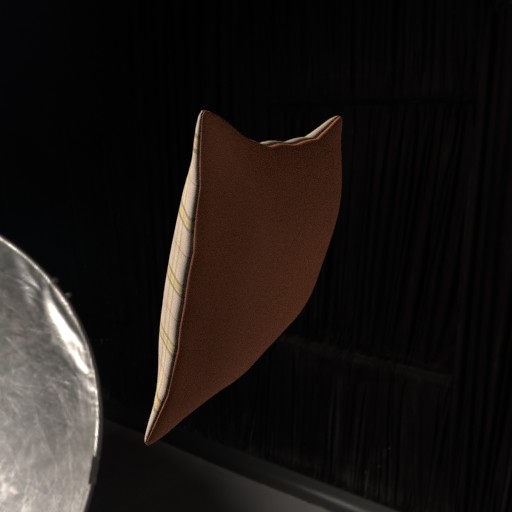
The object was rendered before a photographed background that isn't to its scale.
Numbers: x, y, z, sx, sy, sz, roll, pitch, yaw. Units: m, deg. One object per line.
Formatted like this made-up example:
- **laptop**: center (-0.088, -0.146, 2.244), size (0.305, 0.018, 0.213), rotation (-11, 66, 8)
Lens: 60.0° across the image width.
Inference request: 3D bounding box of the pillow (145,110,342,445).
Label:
- **pillow**: center (0.000, 0.000, 0.702), size (0.200, 0.430, 0.453), rotation (8, 19, 26)
